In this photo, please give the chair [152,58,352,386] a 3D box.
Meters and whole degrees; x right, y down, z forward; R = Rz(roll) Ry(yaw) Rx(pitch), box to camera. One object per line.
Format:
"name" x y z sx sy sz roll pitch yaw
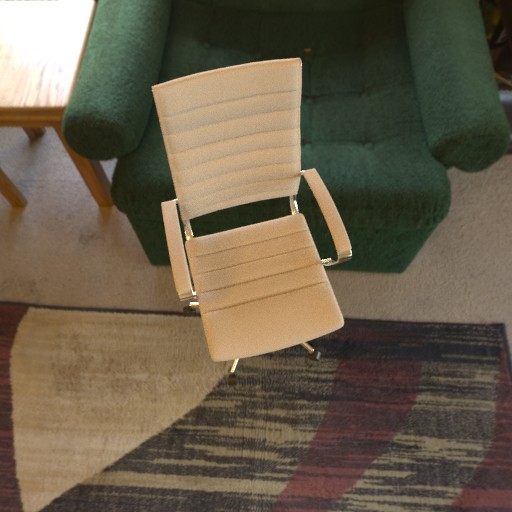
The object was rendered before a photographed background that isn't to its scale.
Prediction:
"chair" 0.000 0.000 1.629 0.679 1.149 0.667 -14 65 -7
